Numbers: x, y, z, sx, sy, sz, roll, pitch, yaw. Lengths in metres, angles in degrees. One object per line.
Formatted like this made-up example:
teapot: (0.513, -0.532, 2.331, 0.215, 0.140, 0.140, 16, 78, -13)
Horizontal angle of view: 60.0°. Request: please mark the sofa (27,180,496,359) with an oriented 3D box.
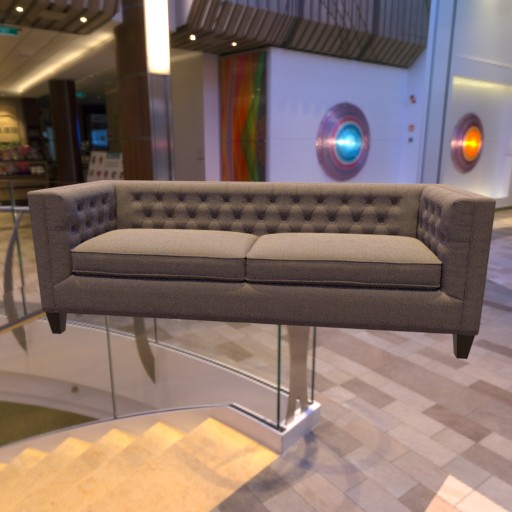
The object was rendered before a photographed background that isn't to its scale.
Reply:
sofa: (0.000, 0.000, 2.469, 2.159, 0.762, 0.775, 2, 14, 8)
